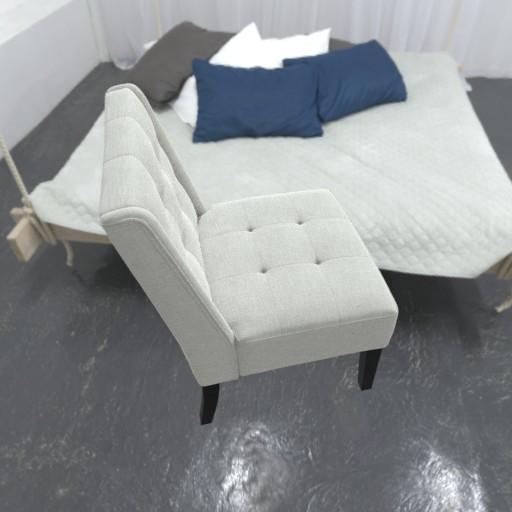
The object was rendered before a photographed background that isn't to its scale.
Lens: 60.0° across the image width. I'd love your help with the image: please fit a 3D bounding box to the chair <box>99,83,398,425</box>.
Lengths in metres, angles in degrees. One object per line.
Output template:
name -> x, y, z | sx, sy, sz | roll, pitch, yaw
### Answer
chair -> 0.000, 0.000, 1.286 | 0.676, 0.853, 0.569 | -9, 45, -9
